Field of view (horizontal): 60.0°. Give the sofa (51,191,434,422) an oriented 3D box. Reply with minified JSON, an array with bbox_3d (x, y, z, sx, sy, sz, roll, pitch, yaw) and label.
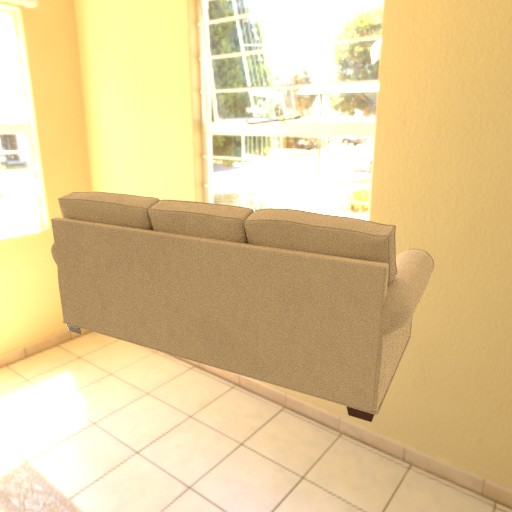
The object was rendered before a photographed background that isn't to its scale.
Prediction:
[{"bbox_3d":[0.000,0.000,2.374,1.770,0.734,1.226,9,19,27],"label":"sofa"}]
